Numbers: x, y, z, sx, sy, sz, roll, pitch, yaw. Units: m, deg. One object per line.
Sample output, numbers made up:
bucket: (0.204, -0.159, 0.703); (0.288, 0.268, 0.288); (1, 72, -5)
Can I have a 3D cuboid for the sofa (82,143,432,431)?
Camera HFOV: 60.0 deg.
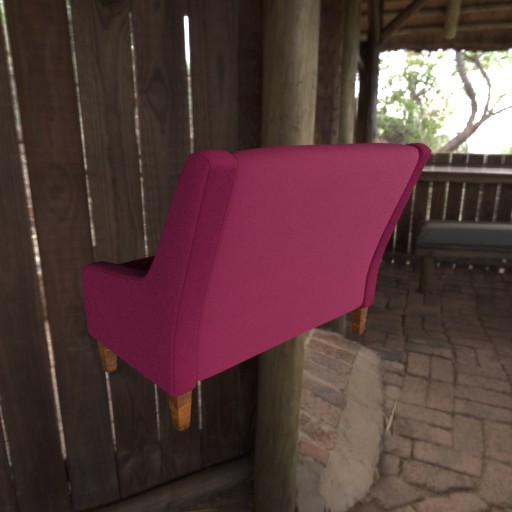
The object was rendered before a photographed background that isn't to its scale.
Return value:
sofa: (0.000, 0.000, 1.965); (1.242, 0.976, 0.946); (-15, 21, -42)
